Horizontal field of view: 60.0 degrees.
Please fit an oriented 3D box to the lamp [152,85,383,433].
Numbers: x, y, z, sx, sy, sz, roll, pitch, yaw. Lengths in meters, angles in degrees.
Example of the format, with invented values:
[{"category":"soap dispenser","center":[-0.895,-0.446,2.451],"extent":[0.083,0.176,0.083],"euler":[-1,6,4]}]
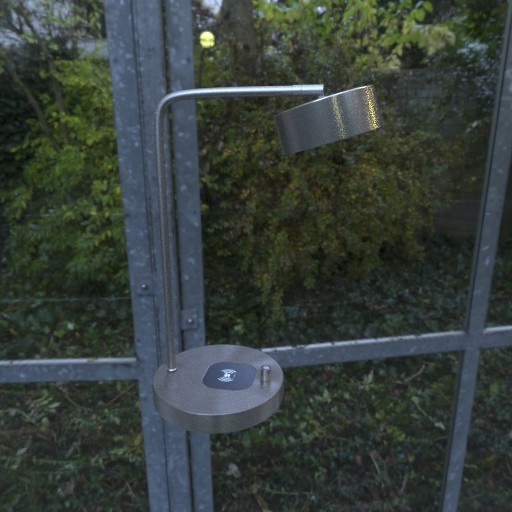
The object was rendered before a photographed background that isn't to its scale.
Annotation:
[{"category":"lamp","center":[0.000,0.000,0.652],"extent":[0.334,0.469,0.211],"euler":[3,16,10]}]
